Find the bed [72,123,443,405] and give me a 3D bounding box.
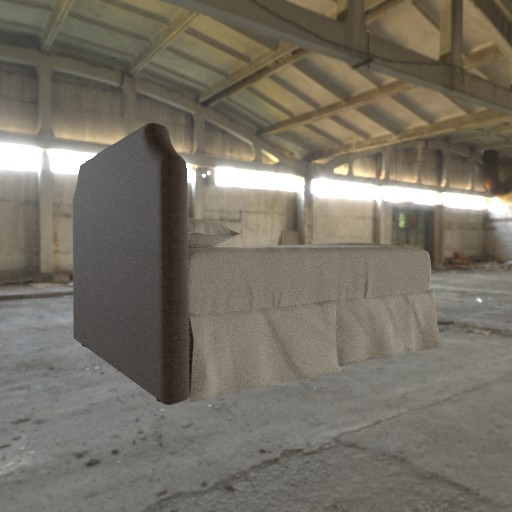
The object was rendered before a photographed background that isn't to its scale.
[{"bbox_3d":[0.000,0.000,3.161,2.116,1.290,1.693,-1,2,-35],"label":"bed"}]
